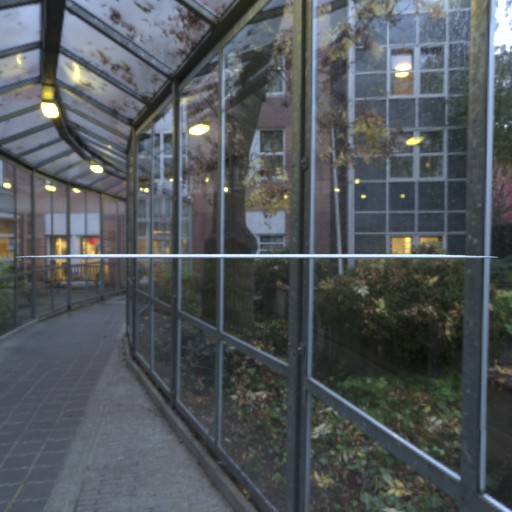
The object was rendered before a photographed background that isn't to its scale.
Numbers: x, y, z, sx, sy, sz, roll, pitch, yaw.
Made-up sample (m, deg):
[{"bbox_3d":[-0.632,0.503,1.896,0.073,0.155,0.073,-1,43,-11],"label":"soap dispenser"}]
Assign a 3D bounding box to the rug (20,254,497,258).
[{"bbox_3d":[0.000,0.000,2.619,2.449,0.011,0.774,0,1,1],"label":"rug"}]
